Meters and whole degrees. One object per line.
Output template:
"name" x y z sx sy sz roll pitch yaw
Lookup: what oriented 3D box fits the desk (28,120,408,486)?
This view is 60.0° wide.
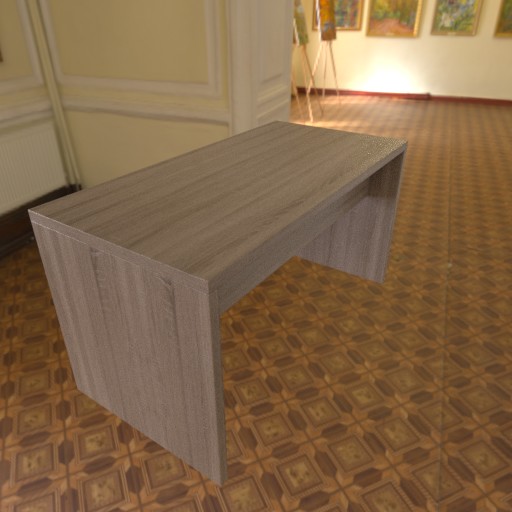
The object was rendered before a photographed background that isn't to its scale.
"desk" 0.000 0.000 1.820 0.690 0.745 1.380 19 35 29
